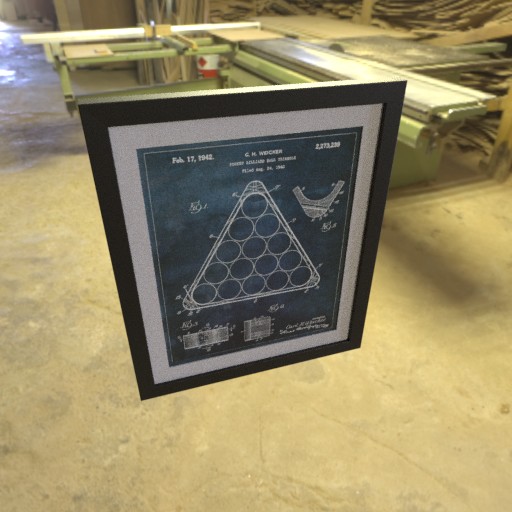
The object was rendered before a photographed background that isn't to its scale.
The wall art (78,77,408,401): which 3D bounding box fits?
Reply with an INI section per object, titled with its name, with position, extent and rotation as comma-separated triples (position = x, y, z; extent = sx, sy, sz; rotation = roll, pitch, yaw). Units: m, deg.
[wall art]
position = 0.000, 0.000, 0.705
extent = 0.432, 0.508, 0.025
rotation = -10, 34, -15
